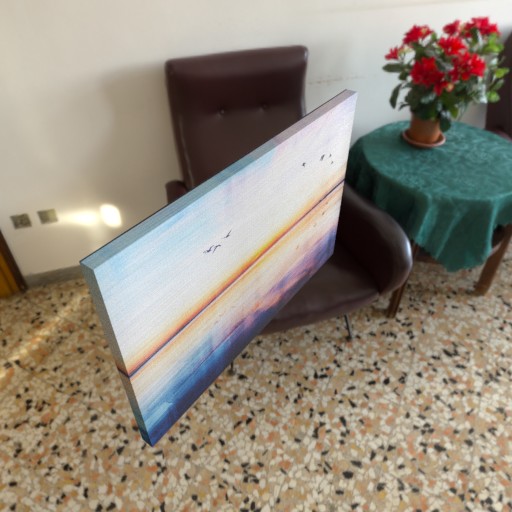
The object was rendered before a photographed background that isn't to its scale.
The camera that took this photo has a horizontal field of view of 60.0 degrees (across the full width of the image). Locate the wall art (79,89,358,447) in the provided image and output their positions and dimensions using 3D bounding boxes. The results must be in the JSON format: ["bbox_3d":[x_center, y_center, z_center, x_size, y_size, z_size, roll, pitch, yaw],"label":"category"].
[{"bbox_3d":[0.000,0.000,1.181,0.037,0.605,0.911,26,48,27],"label":"wall art"}]
